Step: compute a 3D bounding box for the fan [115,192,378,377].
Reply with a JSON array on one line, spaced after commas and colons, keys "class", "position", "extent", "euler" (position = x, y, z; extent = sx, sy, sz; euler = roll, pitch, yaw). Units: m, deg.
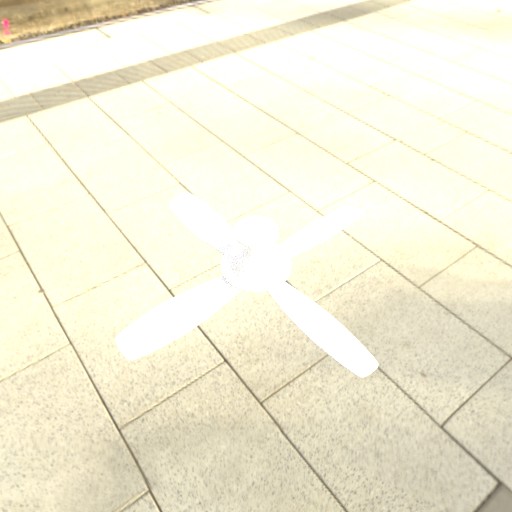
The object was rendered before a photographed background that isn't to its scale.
[{"class": "fan", "position": [0.000, 0.000, 2.442], "extent": [1.694, 0.382, 1.693], "euler": [-30, 53, -26]}]
